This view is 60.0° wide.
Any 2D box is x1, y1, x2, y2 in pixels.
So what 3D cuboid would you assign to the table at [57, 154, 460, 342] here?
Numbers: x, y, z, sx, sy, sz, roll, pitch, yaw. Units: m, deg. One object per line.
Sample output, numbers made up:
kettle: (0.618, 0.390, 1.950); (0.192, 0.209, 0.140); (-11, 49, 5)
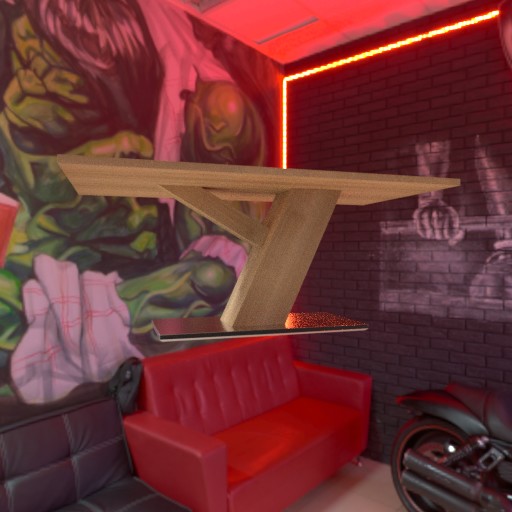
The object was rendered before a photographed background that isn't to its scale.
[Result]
table: (0.000, 0.000, 2.320); (1.800, 0.750, 0.900); (0, 0, -17)
